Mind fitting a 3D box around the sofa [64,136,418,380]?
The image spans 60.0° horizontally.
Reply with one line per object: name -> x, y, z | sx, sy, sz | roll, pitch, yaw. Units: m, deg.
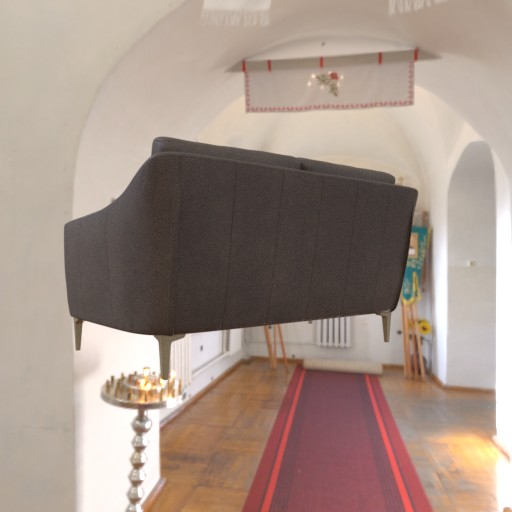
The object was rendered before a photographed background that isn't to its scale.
sofa -> 0.000, 0.000, 2.218 | 1.619, 0.902, 0.960 | 0, 0, -35
